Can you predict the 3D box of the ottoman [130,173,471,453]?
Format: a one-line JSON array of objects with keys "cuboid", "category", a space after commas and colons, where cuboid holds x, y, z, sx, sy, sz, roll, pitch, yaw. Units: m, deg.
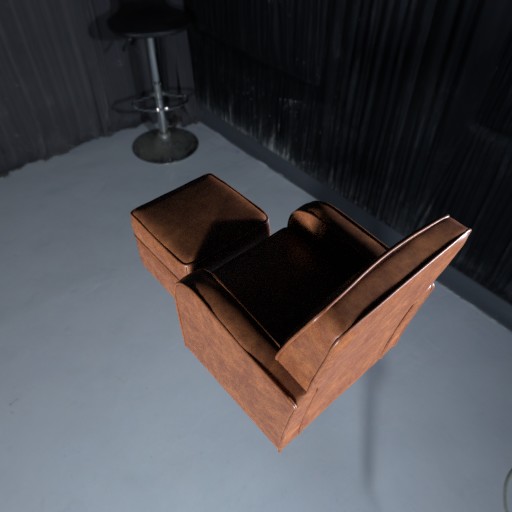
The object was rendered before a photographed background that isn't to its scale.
[{"cuboid": [0.000, 0.000, 1.848, 0.732, 0.904, 1.314, -32, 54, -27], "category": "ottoman"}]
